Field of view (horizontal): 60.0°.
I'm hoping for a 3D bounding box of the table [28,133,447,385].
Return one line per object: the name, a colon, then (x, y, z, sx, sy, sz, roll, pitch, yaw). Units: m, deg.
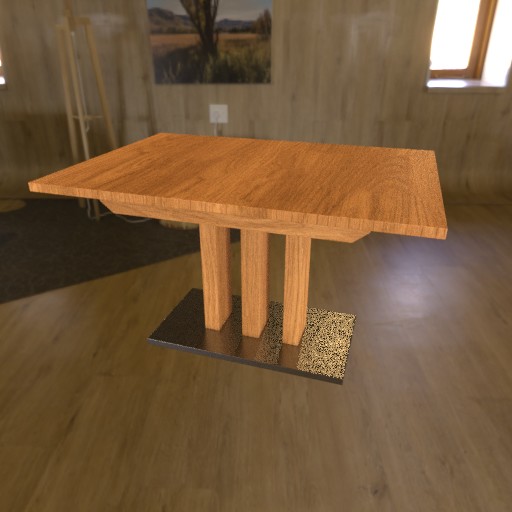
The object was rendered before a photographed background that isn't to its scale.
table: (0.000, 0.000, 1.846, 1.300, 0.770, 0.900, 8, 27, 16)
